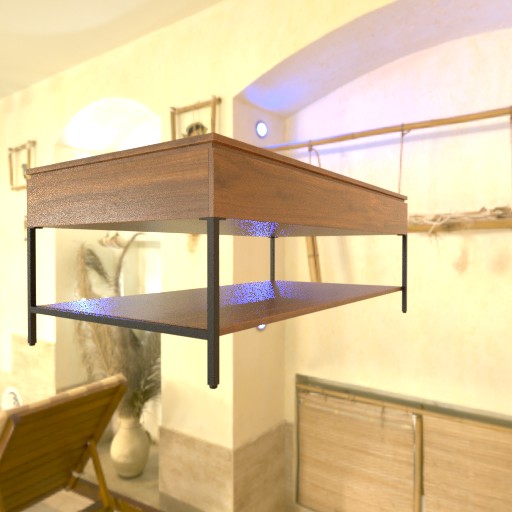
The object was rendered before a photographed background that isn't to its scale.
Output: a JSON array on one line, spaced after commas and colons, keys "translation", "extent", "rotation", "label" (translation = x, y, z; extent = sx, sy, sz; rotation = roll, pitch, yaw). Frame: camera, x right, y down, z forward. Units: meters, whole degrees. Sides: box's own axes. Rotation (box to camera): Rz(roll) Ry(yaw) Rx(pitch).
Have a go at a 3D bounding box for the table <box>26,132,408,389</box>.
[{"translation": [0.000, 0.000, 1.308], "extent": [0.574, 0.414, 1.057], "rotation": [1, 1, 35], "label": "table"}]
